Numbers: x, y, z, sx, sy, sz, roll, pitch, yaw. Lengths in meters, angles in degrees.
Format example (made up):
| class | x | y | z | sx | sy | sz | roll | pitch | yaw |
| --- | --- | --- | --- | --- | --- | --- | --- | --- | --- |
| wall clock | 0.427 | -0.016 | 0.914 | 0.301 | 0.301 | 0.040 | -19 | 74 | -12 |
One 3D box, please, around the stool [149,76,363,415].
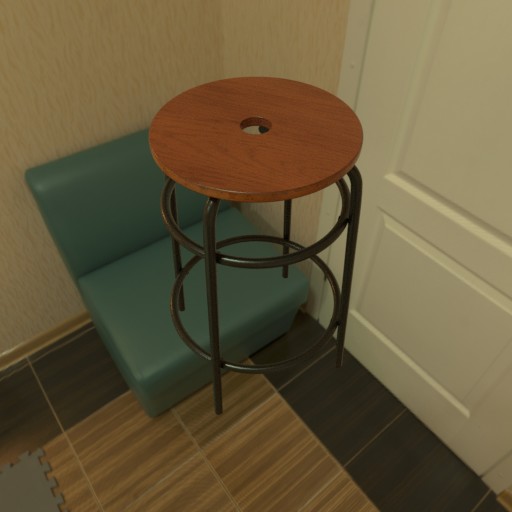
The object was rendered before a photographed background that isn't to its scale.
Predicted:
| class | x | y | z | sx | sy | sz | roll | pitch | yaw |
| --- | --- | --- | --- | --- | --- | --- | --- | --- | --- |
| stool | 0.000 | 0.000 | 0.923 | 0.455 | 0.610 | 0.455 | 17 | 50 | 15 |
